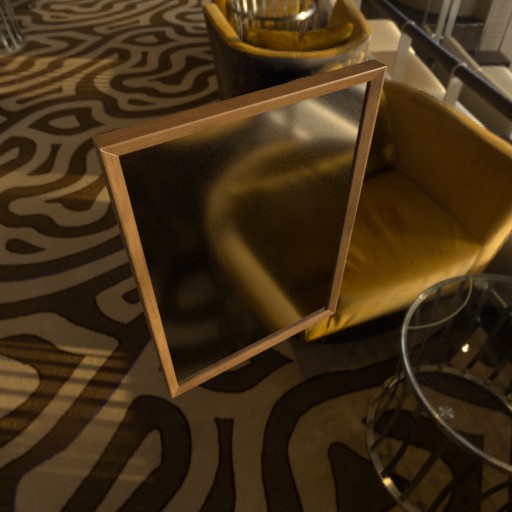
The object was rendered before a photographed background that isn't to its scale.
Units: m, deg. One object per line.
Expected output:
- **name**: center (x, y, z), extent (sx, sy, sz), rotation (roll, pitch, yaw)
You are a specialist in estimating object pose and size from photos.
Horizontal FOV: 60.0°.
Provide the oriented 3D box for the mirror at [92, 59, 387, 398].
- **mirror**: center (0.000, 0.000, 0.942), extent (0.508, 0.711, 0.039), rotation (-23, 50, -21)
